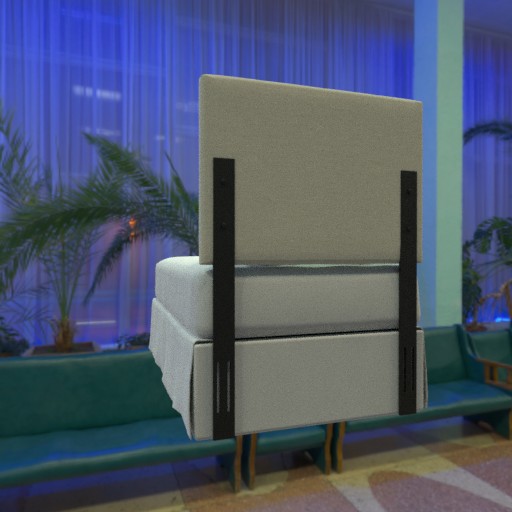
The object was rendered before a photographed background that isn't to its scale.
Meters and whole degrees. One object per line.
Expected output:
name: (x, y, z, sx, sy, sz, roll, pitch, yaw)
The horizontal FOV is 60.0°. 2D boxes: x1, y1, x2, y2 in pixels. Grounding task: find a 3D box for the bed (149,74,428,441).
bed: (0.000, 0.000, 2.983, 1.261, 1.571, 1.997, 0, 0, -18)
